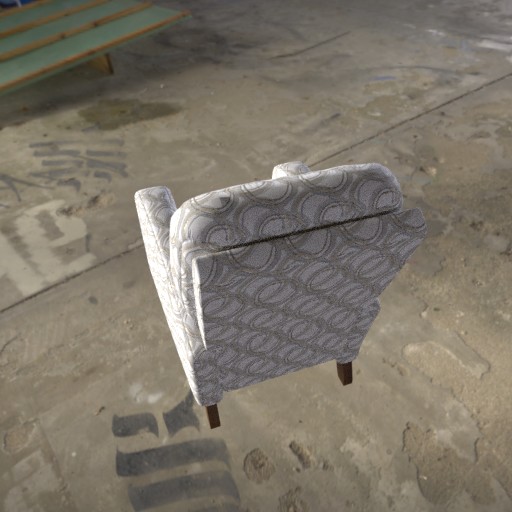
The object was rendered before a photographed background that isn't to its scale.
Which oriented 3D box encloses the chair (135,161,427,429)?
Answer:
[{"bbox_3d":[0.000,0.000,1.739,0.796,1.065,0.995,-13,43,-14],"label":"chair"}]
